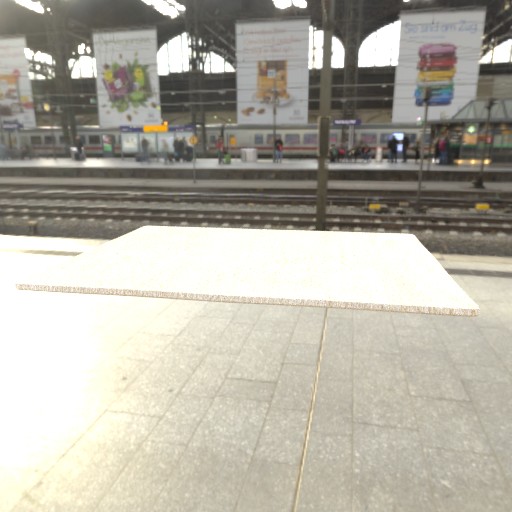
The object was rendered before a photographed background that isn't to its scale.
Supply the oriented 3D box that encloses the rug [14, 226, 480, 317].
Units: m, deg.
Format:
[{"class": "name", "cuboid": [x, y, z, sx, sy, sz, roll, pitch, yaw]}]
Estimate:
[{"class": "rug", "cuboid": [0.000, 0.000, 2.056, 1.600, 0.027, 1.200, 2, 14, 9]}]
